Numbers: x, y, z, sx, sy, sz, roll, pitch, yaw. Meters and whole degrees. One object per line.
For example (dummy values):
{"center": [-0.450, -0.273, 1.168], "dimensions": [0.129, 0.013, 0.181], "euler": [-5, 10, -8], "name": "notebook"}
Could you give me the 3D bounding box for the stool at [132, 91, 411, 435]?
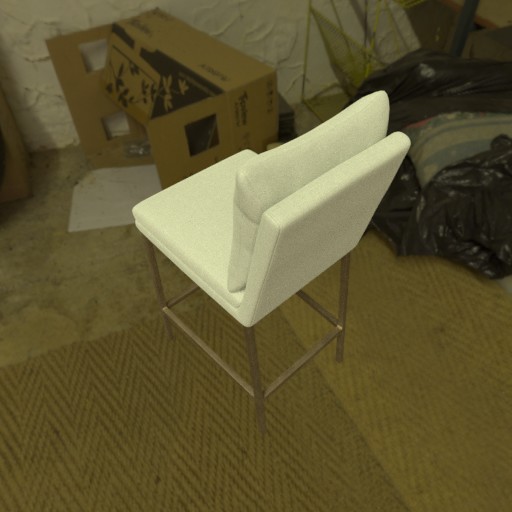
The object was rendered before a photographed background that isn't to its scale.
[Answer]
{"center": [0.000, 0.000, 1.345], "dimensions": [0.463, 1.032, 0.572], "euler": [-34, 55, -28], "name": "stool"}
